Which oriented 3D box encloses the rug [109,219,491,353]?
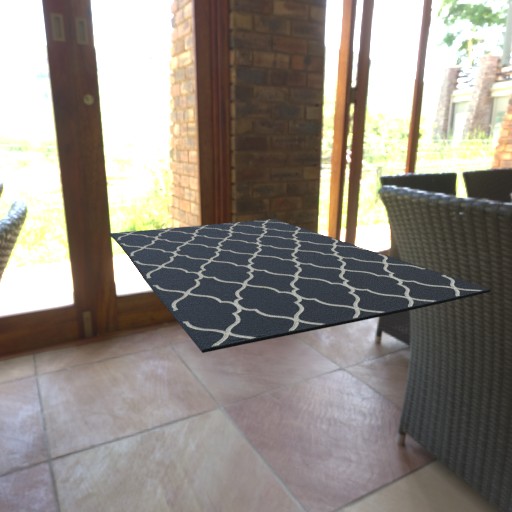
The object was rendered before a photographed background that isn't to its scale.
[{"bbox_3d":[0.000,0.000,2.883,1.526,0.014,2.290,-7,16,-25],"label":"rug"}]
